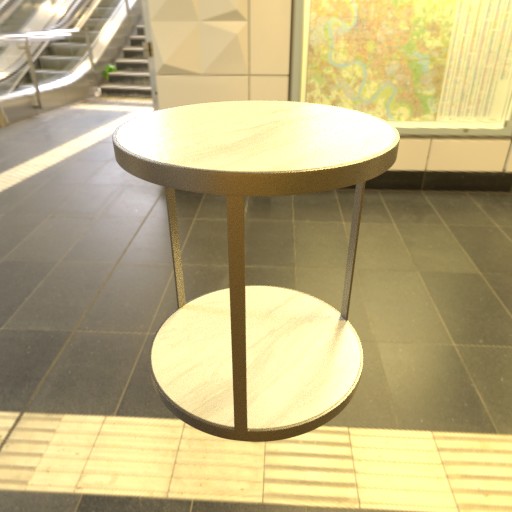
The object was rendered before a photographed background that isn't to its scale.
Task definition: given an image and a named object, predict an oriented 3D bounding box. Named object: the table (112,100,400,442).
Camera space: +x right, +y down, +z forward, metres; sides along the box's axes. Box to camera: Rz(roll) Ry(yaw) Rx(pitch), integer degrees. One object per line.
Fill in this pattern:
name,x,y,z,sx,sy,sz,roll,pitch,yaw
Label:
table,0.000,0.000,0.831,0.445,0.479,0.445,0,30,0
